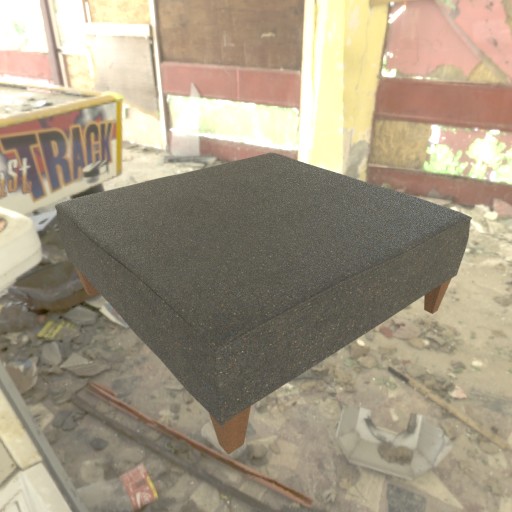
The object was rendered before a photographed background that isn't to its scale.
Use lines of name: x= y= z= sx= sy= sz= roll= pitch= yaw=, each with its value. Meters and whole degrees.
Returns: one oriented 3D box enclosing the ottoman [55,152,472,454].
ottoman: x=0.000 y=0.000 z=1.533 sx=1.004 sy=0.382 sz=0.968 roll=-22 pitch=35 yaw=-34
